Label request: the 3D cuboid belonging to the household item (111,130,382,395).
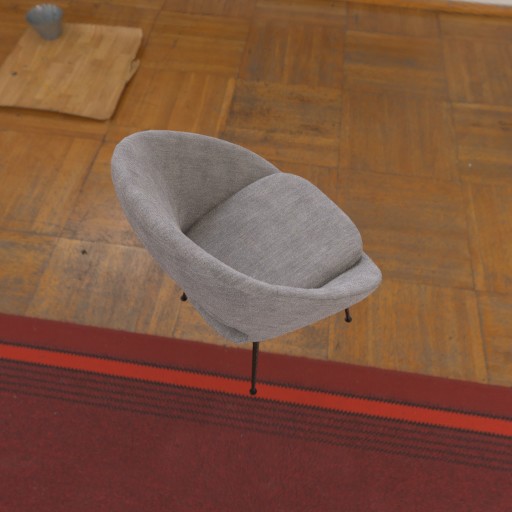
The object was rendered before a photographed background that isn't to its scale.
[{"bbox_3d":[0.000,0.000,1.279,0.587,0.869,0.643,-33,63,-19],"label":"household item"}]
